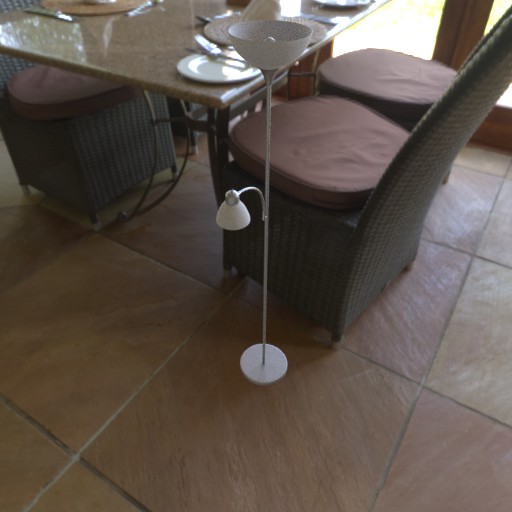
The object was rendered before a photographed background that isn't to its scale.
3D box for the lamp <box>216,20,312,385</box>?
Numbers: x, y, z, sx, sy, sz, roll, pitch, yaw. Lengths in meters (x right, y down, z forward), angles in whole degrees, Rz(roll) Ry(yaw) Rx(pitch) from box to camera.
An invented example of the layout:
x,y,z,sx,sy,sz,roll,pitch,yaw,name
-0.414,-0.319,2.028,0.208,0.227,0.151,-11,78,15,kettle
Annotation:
x,y,z,sx,sy,sz,roll,pitch,yaw,name
0.000,0.000,1.965,0.279,1.804,0.425,25,47,26,lamp
